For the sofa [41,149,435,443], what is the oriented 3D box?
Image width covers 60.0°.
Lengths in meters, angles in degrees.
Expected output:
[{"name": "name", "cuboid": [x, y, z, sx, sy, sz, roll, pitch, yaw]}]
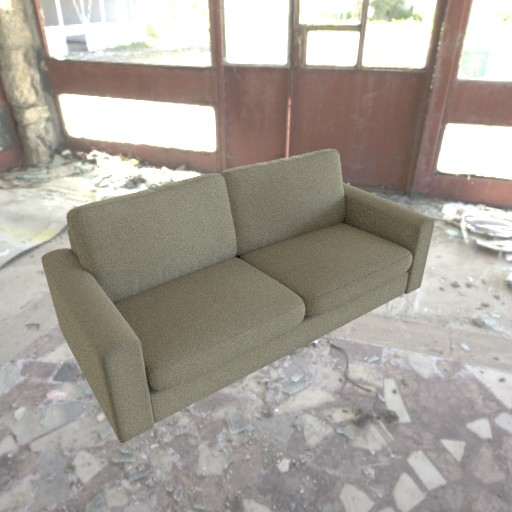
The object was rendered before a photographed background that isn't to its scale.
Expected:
[{"name": "sofa", "cuboid": [0.000, 0.000, 2.675, 2.179, 0.873, 1.016, -20, 35, -31]}]
